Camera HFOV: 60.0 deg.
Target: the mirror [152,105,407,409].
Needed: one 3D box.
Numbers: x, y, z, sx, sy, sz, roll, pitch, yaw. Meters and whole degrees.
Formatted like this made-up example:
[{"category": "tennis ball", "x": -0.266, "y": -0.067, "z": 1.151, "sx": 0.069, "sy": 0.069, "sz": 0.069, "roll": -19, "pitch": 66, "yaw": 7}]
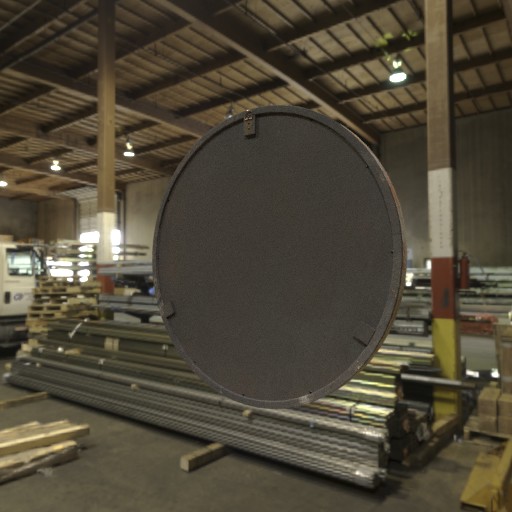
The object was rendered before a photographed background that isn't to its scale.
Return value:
[{"category": "mirror", "x": 0.000, "y": 0.000, "z": 1.068, "sx": 0.710, "sy": 0.710, "sz": 0.038, "roll": -1, "pitch": -2, "yaw": 36}]
